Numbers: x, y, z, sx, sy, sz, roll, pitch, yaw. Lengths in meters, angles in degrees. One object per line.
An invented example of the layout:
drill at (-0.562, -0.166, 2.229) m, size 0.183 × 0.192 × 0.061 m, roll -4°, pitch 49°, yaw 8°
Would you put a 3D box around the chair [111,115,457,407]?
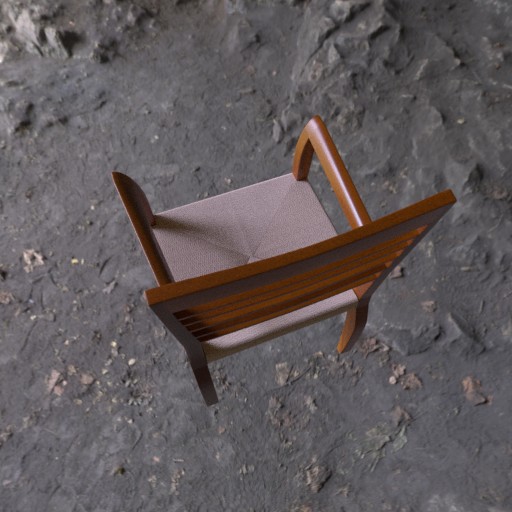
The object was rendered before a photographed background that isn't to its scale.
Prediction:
chair at (0.000, 0.000, 1.209) m, size 0.587 × 0.855 × 0.540 m, roll -19°, pitch 61°, yaw -11°
